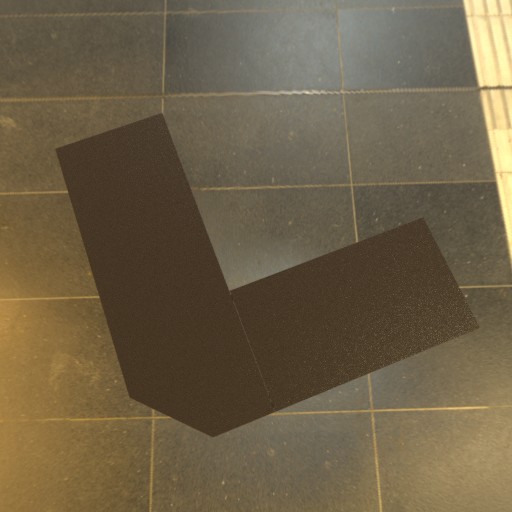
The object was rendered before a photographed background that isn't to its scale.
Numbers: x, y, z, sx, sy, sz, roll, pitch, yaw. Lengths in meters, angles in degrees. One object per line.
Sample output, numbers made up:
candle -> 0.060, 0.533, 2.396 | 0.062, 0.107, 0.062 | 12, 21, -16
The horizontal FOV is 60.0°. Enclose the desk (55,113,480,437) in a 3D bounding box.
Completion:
desk -> 0.000, 0.000, 2.222 | 1.379, 0.739, 1.379 | -21, 76, -5
